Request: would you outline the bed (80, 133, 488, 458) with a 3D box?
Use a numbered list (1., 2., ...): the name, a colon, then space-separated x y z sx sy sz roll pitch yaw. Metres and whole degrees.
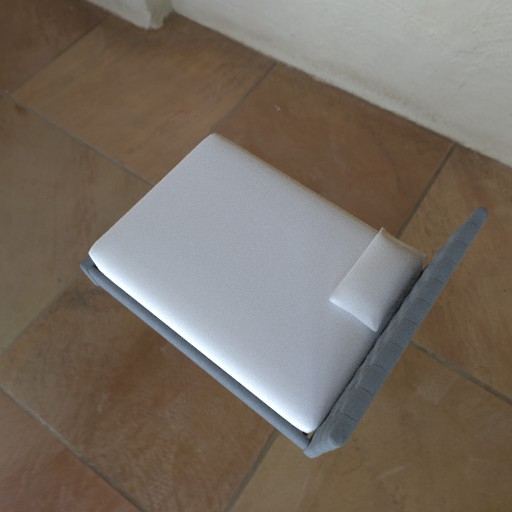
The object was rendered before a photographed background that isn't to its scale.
1. bed: 0.000 0.000 3.331 2.335 1.411 1.698 35 69 16
